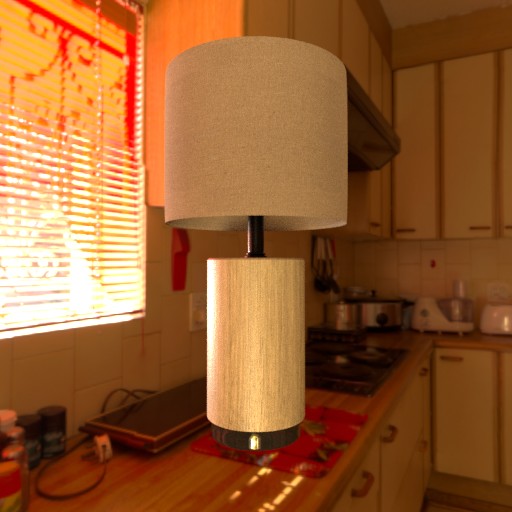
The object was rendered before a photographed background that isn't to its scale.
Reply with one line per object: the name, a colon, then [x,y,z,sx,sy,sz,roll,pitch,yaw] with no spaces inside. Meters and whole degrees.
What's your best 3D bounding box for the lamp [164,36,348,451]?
lamp: [0.000,0.000,0.561,0.228,0.444,0.228,0,-1,-2]
